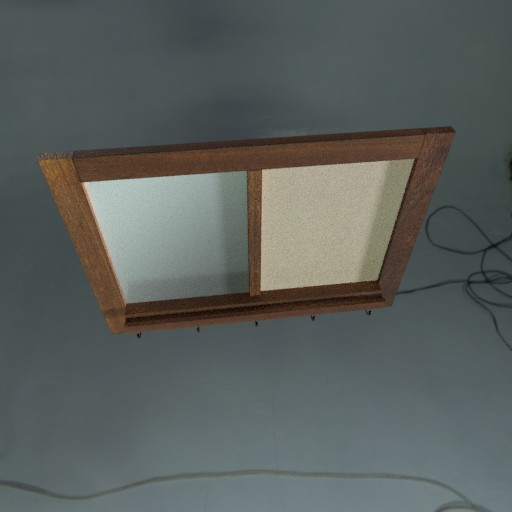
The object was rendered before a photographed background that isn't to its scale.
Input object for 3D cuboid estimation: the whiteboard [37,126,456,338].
[{"bbox_3d":[0.000,0.000,1.014,0.783,0.559,0.083,-5,47,-5],"label":"whiteboard"}]
